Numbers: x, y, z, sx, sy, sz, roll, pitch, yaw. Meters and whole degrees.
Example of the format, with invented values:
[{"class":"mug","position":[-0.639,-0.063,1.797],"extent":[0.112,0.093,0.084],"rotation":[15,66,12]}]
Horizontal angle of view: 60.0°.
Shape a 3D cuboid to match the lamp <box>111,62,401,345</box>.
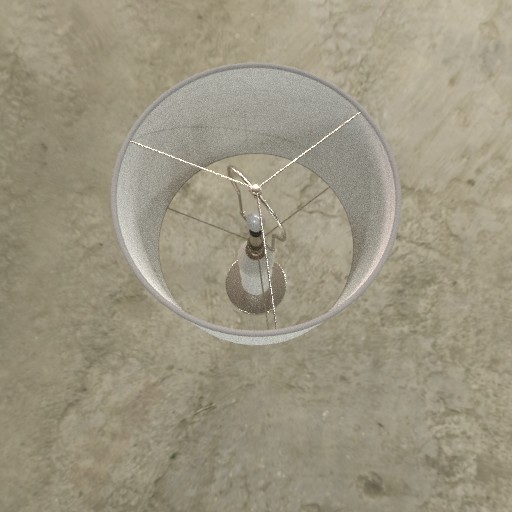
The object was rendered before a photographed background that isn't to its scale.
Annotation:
[{"class":"lamp","position":[0.000,0.000,0.697],"extent":[0.280,0.559,0.282],"rotation":[-37,79,-8]}]
